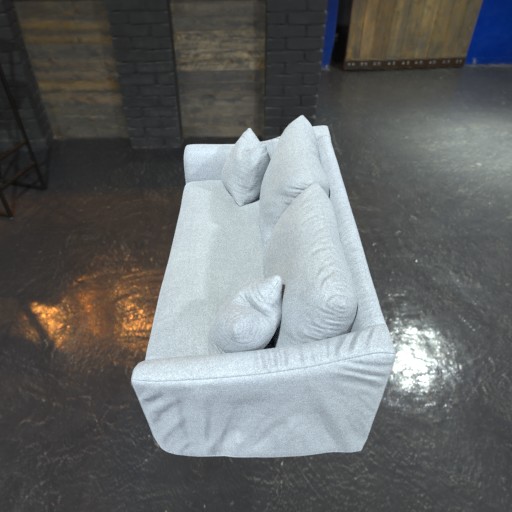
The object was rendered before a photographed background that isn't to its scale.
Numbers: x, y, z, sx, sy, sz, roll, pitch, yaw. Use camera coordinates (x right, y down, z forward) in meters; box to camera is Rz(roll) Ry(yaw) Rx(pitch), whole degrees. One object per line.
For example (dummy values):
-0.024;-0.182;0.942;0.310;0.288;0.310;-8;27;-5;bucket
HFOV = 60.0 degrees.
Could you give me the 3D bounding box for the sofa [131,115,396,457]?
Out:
0.000;0.000;2.637;1.072;1.018;2.010;0;41;0;sofa
